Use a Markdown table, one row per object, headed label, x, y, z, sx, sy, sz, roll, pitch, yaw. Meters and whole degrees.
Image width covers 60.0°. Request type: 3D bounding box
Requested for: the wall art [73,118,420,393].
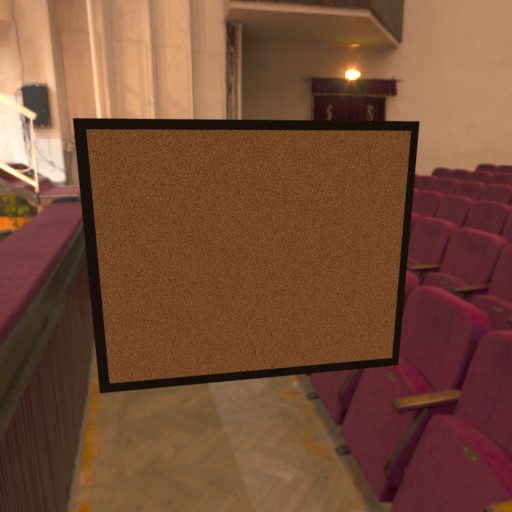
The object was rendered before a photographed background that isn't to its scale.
| label | x | y | z | sx | sy | sz | roll | pitch | yaw |
| --- | --- | --- | --- | --- | --- | --- | --- | --- | --- |
| wall art | 0.000 | 0.000 | 0.554 | 0.397 | 0.325 | 0.028 | -3 | 15 | -10 |
